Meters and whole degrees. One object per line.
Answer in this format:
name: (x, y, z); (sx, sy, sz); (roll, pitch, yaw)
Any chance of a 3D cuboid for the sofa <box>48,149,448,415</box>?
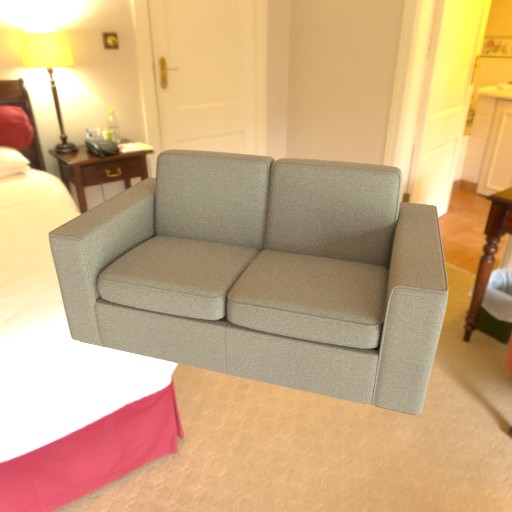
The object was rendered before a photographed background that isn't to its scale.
sofa: (0.000, 0.000, 2.390); (1.812, 0.924, 1.007); (8, 28, 15)
